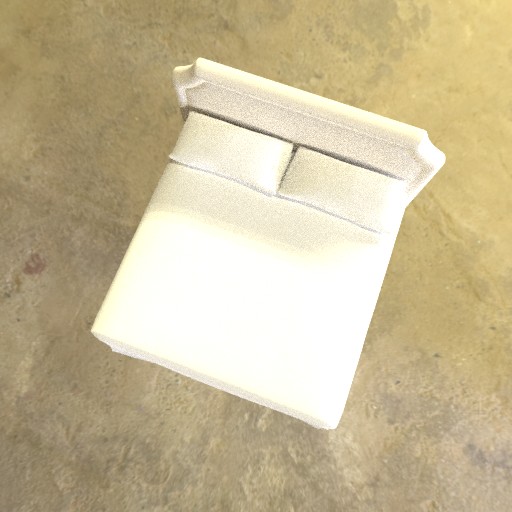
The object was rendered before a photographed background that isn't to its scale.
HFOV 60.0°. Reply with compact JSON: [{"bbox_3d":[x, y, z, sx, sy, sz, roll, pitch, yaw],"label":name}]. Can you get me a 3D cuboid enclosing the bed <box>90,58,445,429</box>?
[{"bbox_3d":[0.000,0.000,3.477,2.160,1.301,2.204,20,76,5],"label":"bed"}]
